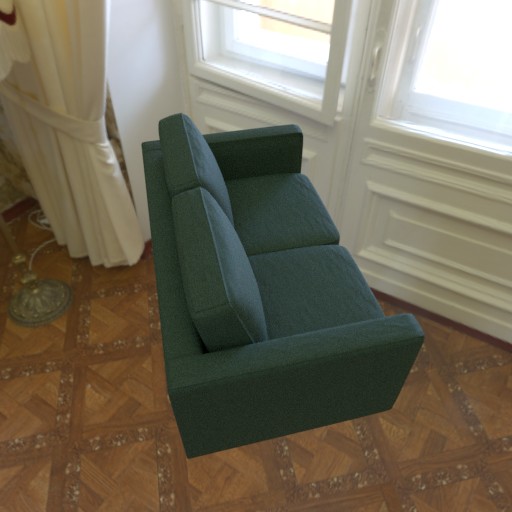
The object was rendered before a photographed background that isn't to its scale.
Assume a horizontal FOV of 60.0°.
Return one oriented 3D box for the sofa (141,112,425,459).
[{"bbox_3d":[0.000,0.000,2.028,0.879,0.899,1.430,-10,46,-9],"label":"sofa"}]
